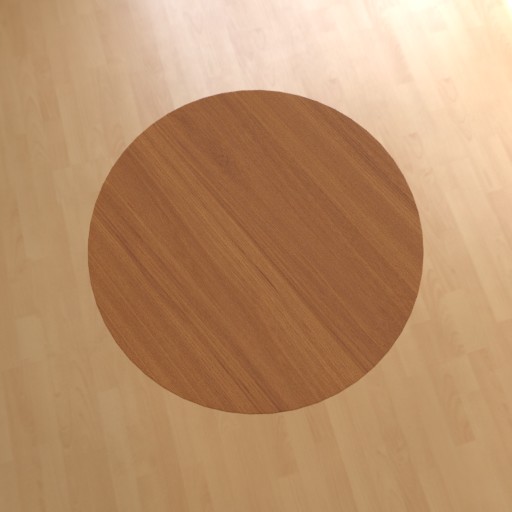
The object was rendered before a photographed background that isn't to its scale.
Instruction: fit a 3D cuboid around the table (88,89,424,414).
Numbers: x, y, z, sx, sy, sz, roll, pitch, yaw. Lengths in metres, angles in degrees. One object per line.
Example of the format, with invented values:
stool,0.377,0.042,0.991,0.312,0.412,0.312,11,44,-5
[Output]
table,0.000,0.000,1.591,1.029,0.490,1.029,0,76,0
